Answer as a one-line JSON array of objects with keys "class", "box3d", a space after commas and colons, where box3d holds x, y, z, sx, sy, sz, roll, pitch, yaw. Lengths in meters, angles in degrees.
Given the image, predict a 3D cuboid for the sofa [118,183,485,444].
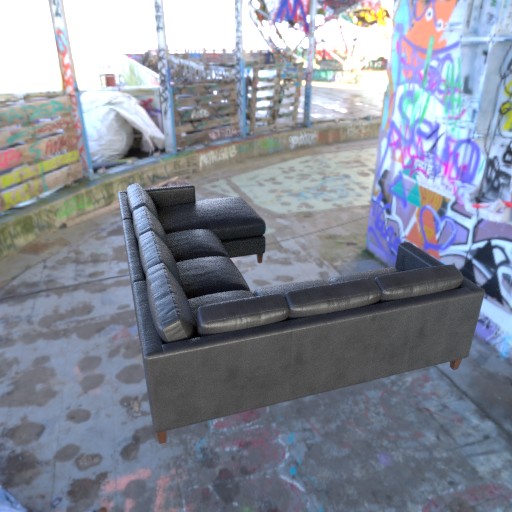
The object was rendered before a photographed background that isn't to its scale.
[{"class": "sofa", "box3d": [0.000, 0.000, 4.431, 2.452, 0.891, 3.324, -8, 27, -16]}]
